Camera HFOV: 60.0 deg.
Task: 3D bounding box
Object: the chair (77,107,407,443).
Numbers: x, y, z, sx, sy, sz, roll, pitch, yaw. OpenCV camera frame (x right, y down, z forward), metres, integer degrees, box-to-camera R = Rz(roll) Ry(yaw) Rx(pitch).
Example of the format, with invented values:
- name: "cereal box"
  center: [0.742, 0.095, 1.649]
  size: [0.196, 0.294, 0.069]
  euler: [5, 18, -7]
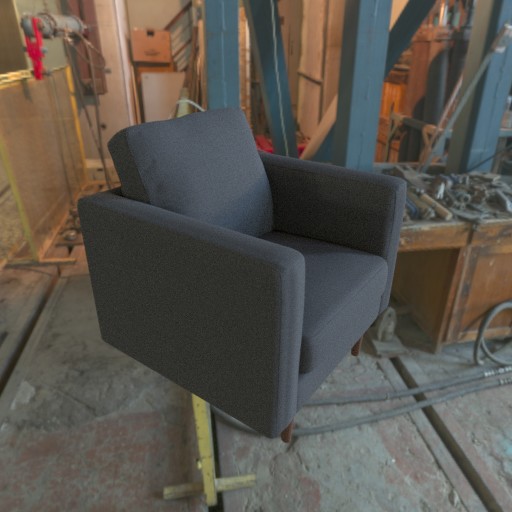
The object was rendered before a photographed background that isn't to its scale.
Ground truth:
- name: "chair"
  center: [0.000, 0.000, 1.575]
  size: [0.800, 0.927, 0.854]
  euler: [18, 32, 32]
